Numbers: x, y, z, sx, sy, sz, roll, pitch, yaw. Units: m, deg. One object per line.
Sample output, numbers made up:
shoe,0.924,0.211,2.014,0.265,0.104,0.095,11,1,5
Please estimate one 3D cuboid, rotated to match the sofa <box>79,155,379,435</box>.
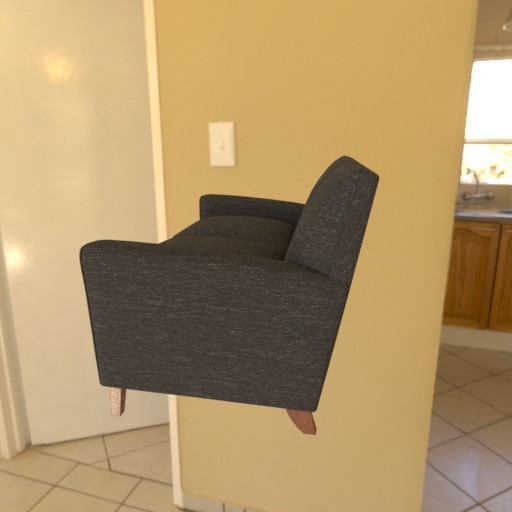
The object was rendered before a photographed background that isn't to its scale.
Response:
sofa,0.000,0.000,1.978,0.875,0.846,1.420,2,14,9
